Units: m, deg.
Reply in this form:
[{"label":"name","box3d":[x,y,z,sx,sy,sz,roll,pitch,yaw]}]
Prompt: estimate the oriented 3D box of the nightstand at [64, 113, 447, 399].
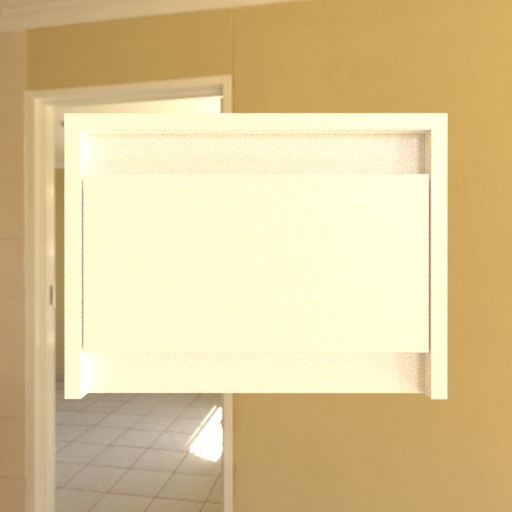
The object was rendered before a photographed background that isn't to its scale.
[{"label":"nightstand","box3d":[0.000,0.000,0.747,0.470,0.351,0.408,0,0,0]}]
